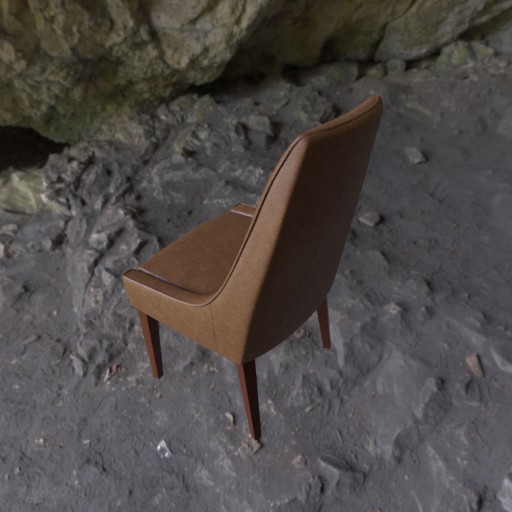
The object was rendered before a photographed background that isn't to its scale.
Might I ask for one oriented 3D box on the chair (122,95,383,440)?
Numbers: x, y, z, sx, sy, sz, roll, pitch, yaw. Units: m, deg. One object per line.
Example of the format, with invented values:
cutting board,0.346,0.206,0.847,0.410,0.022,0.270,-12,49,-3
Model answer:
chair,0.000,0.000,1.226,0.544,0.861,0.529,21,39,29
